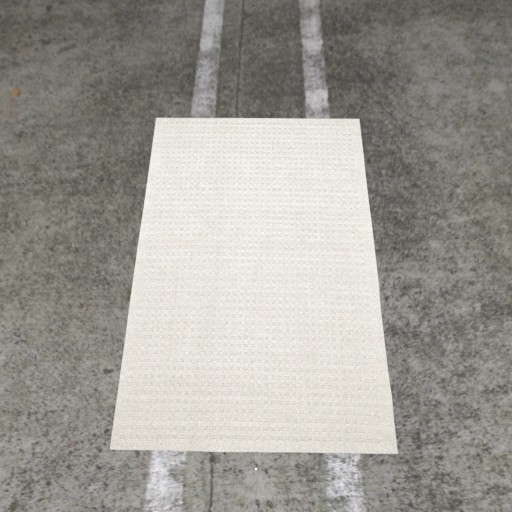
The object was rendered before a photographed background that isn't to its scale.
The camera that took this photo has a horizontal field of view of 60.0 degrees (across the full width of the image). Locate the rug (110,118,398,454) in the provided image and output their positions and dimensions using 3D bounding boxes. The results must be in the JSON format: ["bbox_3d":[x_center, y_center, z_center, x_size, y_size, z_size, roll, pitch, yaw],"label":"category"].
[{"bbox_3d":[0.000,0.000,2.824,1.523,0.006,2.289,1,64,0],"label":"rug"}]
